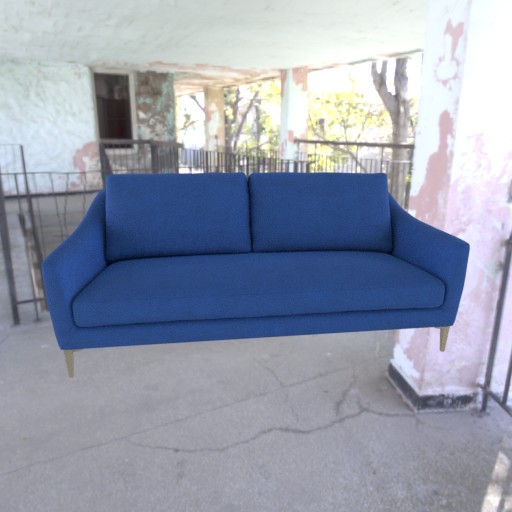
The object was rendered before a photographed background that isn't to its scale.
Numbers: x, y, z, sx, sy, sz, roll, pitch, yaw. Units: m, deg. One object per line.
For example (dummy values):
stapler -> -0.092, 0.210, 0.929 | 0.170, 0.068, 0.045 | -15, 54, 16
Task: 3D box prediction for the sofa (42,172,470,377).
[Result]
sofa -> 0.000, 0.000, 2.543 | 2.036, 0.903, 0.960 | -2, 16, -7
